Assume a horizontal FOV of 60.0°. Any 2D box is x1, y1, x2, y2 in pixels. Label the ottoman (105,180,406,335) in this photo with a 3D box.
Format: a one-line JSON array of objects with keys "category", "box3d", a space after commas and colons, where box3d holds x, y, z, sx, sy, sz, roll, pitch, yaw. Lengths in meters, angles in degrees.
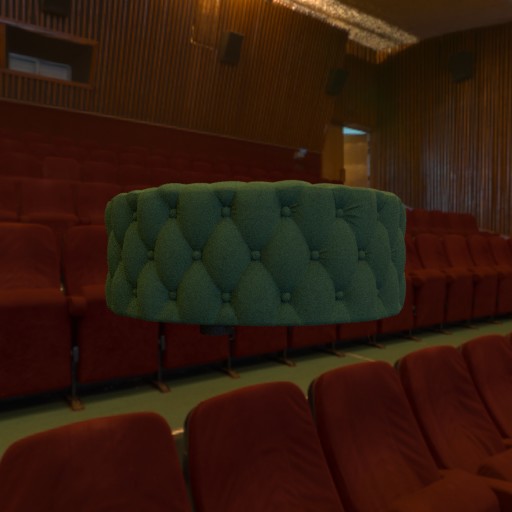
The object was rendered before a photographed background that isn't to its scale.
[{"category": "ottoman", "box3d": [0.000, 0.000, 1.539, 0.998, 0.399, 0.998, 0, 0, 0]}]
